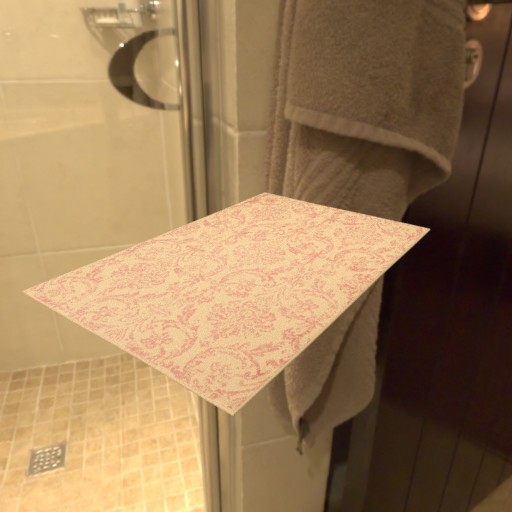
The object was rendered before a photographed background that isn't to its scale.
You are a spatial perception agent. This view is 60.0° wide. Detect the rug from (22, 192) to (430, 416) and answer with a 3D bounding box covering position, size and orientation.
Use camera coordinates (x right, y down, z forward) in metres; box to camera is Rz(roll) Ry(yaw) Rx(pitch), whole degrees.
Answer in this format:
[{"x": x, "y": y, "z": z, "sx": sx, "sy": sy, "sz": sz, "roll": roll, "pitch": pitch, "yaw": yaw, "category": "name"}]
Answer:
[{"x": 0.000, "y": 0.000, "z": 3.436, "sx": 1.819, "sy": 0.018, "sz": 2.746, "roll": 18, "pitch": 31, "yaw": 33, "category": "rug"}]
